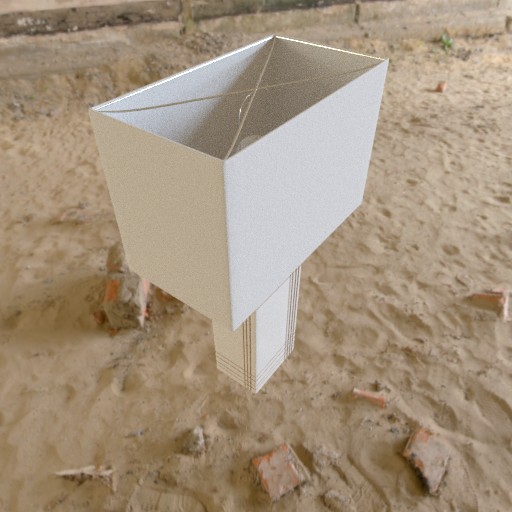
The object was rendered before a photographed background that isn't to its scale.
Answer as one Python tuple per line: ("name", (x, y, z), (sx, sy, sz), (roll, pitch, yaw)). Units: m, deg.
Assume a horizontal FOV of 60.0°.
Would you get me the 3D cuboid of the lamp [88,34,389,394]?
("lamp", (0.000, 0.000, 0.691), (0.182, 0.543, 0.334), (26, 48, 27))
